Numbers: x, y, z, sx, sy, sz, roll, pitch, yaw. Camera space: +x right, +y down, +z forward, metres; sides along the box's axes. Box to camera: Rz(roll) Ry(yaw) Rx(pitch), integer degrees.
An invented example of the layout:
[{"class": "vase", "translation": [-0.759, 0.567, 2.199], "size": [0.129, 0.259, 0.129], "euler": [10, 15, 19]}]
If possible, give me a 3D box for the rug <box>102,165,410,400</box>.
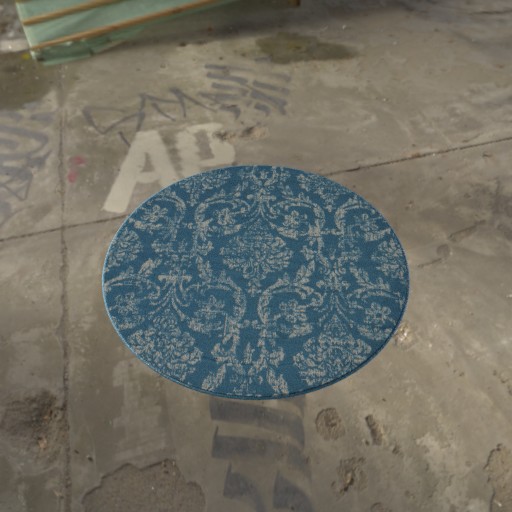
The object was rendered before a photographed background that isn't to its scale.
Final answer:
[{"class": "rug", "translation": [0.000, 0.000, 2.356], "size": [1.593, 0.012, 1.593], "euler": [0, 48, 0]}]
